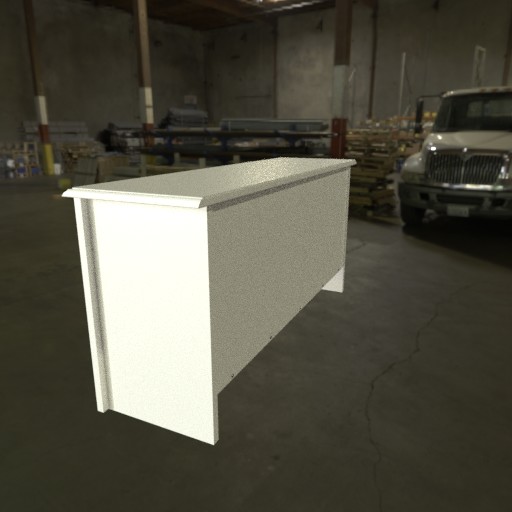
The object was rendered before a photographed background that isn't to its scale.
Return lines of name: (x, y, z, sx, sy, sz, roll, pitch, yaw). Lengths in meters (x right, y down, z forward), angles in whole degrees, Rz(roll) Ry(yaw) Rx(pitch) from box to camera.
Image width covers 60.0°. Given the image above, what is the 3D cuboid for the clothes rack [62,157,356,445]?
clothes rack: (0.000, 0.000, 1.376, 0.324, 0.531, 1.120, 8, 18, 25)
